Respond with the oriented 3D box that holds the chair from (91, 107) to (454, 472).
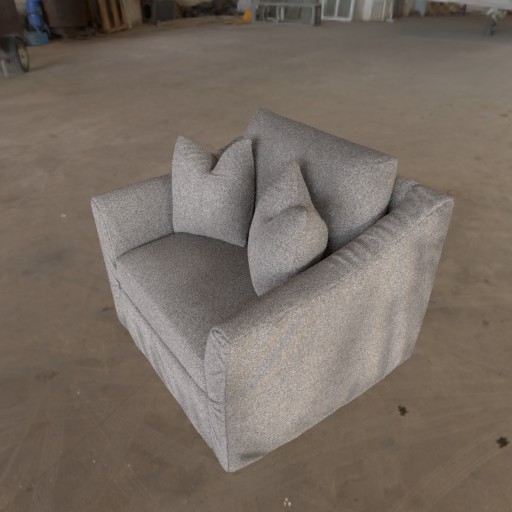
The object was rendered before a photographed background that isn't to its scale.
[{"bbox_3d":[0.000,0.000,2.019,1.071,1.059,1.194,-22,39,-30],"label":"chair"}]
